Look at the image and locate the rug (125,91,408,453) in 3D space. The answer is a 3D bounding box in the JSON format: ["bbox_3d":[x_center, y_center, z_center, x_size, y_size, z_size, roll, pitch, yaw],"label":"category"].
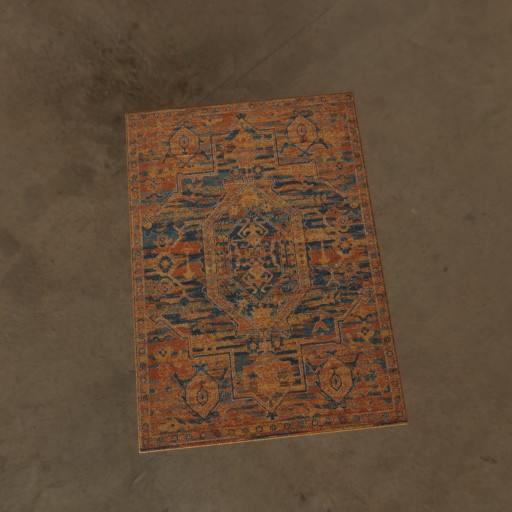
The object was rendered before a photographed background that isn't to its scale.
[{"bbox_3d":[0.000,0.000,2.835,1.588,0.024,2.204,-6,77,-1],"label":"rug"}]
